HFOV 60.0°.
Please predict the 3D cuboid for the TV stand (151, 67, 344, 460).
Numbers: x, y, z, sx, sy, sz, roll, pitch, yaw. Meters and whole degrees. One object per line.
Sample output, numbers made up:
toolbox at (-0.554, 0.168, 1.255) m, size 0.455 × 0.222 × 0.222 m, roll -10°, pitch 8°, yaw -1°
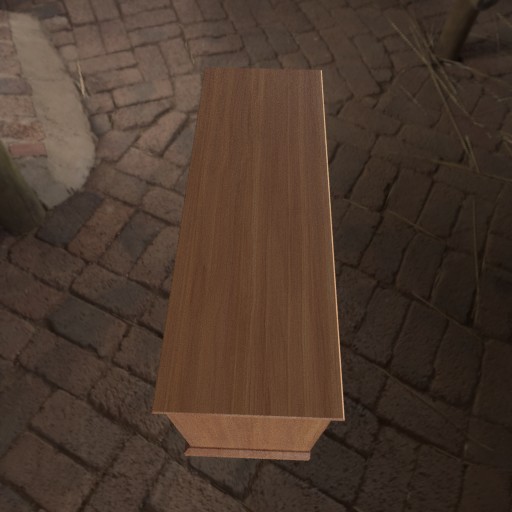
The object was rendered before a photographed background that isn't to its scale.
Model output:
TV stand at (0.000, 0.000, 1.504) m, size 0.417 × 0.607 × 1.181 m, roll 2°, pitch 58°, yaw 1°
